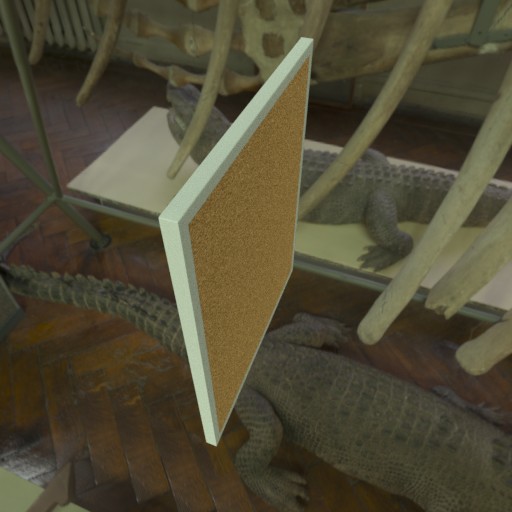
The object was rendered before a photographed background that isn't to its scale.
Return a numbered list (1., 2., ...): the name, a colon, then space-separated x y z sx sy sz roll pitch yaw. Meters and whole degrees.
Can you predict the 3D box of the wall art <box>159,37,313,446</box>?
1. wall art: 0.000 0.000 0.734 0.020 0.536 0.444 15 49 14
